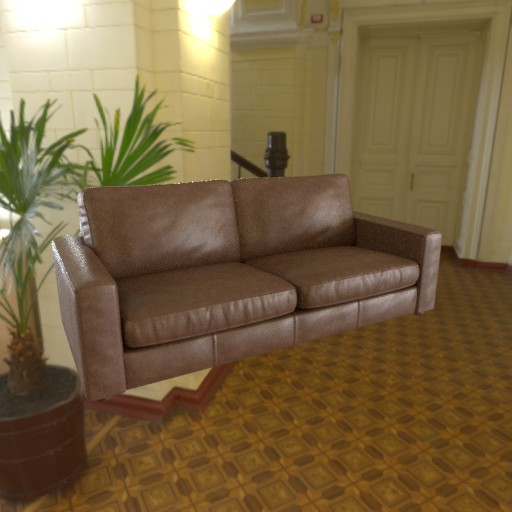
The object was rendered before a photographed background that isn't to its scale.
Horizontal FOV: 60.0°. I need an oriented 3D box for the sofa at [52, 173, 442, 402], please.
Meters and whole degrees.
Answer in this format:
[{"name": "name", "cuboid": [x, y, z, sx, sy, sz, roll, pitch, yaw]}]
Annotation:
[{"name": "sofa", "cuboid": [0.000, 0.000, 2.700, 2.179, 0.873, 1.016, -8, 18, -28]}]
